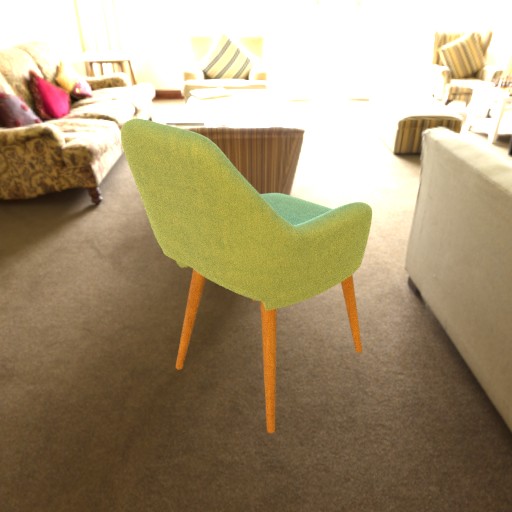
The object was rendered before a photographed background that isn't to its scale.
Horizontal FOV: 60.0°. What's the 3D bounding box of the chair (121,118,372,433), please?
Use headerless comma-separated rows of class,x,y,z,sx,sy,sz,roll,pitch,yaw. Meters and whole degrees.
chair,0.000,0.000,1.239,0.590,0.840,0.610,23,38,33
